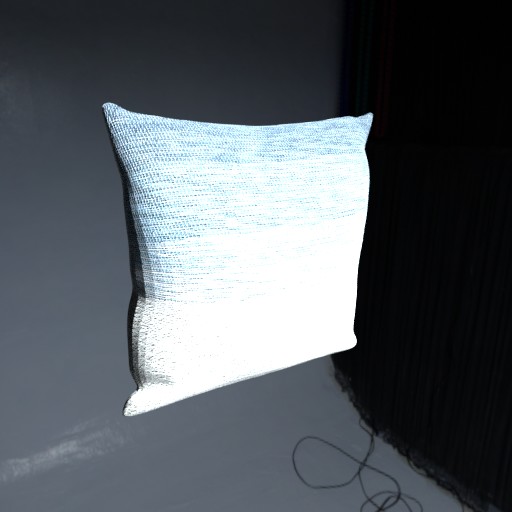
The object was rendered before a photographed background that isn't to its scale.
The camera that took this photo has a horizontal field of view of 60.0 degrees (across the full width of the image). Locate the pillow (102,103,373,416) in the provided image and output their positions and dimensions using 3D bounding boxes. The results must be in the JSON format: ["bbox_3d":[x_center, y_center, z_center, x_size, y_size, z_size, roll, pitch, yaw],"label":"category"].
[{"bbox_3d":[0.000,0.000,0.687,0.440,0.441,0.182,-9,19,-27],"label":"pillow"}]
